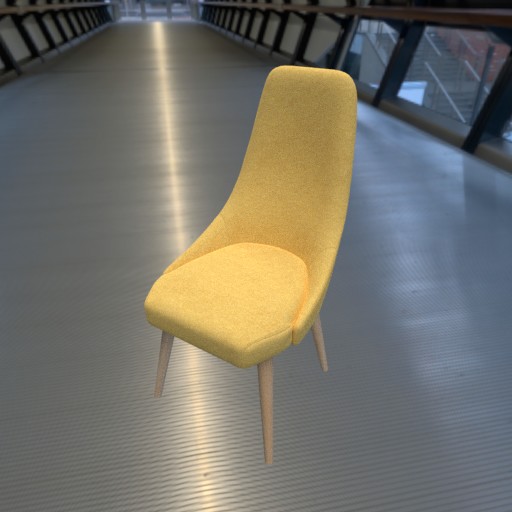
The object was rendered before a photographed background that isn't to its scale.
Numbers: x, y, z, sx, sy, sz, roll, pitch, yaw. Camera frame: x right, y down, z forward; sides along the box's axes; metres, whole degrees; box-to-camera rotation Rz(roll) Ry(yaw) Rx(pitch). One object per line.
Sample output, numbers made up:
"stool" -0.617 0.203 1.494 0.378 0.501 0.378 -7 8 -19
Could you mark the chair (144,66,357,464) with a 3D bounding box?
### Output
"chair" 0.000 0.000 1.408 0.510 1.040 0.660 19 36 28
